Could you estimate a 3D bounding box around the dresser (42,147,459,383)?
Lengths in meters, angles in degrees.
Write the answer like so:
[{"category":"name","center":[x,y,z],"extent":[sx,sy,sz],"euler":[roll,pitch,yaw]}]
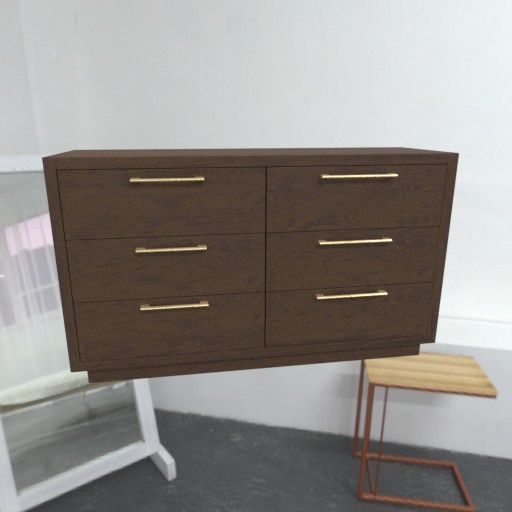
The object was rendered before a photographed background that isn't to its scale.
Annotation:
[{"category":"dresser","center":[0.000,0.000,1.934],"extent":[1.523,0.889,0.512],"euler":[-3,17,-9]}]
